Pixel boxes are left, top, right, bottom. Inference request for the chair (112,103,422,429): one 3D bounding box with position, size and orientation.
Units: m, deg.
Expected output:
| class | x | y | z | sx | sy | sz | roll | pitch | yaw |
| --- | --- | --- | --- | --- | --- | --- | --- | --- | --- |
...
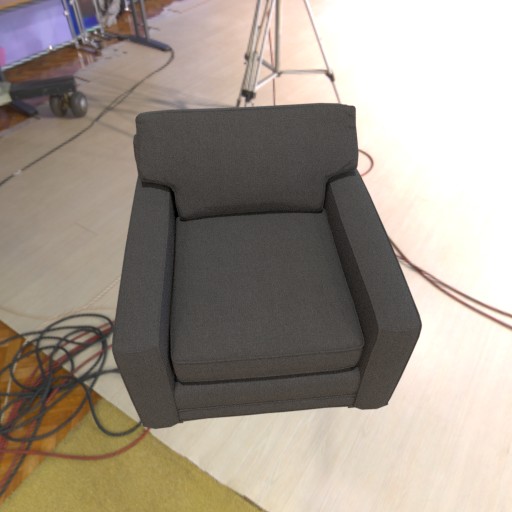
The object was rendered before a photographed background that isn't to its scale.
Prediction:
| class | x | y | z | sx | sy | sz | roll | pitch | yaw |
| --- | --- | --- | --- | --- | --- | --- | --- | --- | --- |
| chair | 0.000 | 0.000 | 1.832 | 0.997 | 0.913 | 1.043 | -4 | 46 | -4 |
